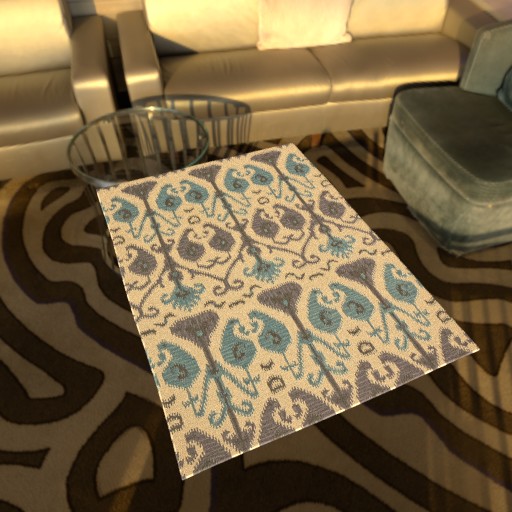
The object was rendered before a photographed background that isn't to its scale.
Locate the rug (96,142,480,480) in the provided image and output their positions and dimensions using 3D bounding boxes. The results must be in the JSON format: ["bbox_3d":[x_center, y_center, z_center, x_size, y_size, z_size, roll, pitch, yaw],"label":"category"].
[{"bbox_3d":[0.000,0.000,2.884,1.676,0.013,2.261,-17,48,-16],"label":"rug"}]
